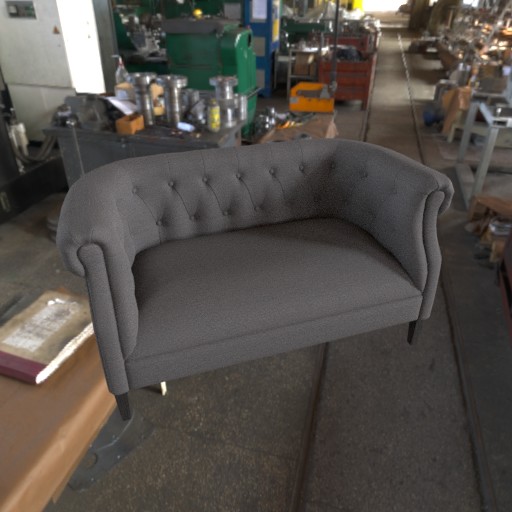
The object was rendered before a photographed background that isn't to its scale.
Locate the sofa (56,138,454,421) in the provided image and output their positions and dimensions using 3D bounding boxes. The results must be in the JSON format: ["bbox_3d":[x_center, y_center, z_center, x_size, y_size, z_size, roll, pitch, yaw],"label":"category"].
[{"bbox_3d":[0.000,0.000,2.038,1.558,0.827,0.835,-10,33,-16],"label":"sofa"}]
